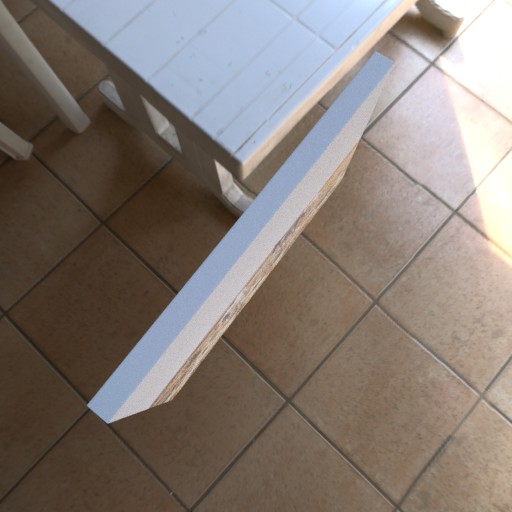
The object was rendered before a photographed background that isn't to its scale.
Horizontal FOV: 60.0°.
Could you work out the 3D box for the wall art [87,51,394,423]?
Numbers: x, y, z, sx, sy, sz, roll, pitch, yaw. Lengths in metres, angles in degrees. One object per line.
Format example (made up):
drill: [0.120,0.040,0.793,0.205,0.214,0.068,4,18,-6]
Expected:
wall art: [0.000,0.000,1.157,0.050,0.610,0.914,36,79,9]
